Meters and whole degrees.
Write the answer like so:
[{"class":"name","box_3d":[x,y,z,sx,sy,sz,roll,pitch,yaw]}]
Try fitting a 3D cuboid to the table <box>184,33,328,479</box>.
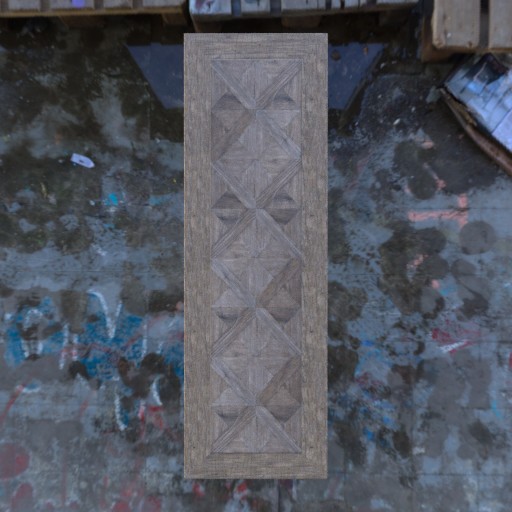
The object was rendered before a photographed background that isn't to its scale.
[{"class":"table","box_3d":[0.000,0.000,1.857,0.450,0.930,1.400,0,90,0]}]
